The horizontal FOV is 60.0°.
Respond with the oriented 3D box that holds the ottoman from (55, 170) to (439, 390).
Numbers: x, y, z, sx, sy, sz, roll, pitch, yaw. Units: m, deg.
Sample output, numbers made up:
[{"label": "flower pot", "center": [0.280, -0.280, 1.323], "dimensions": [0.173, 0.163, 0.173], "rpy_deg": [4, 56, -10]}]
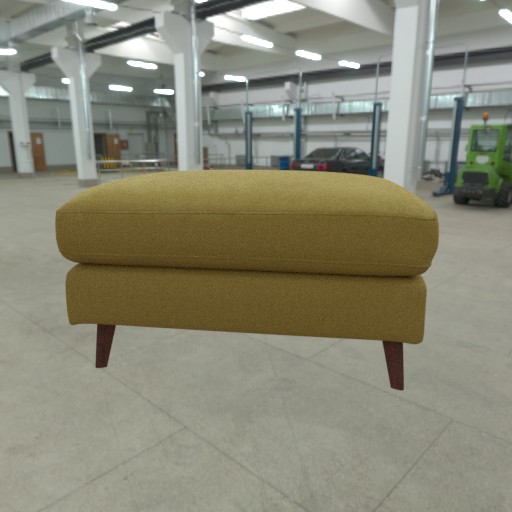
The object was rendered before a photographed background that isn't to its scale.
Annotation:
[{"label": "ottoman", "center": [0.000, 0.000, 1.189], "dimensions": [0.811, 0.449, 0.608], "rpy_deg": [2, 14, 8]}]
